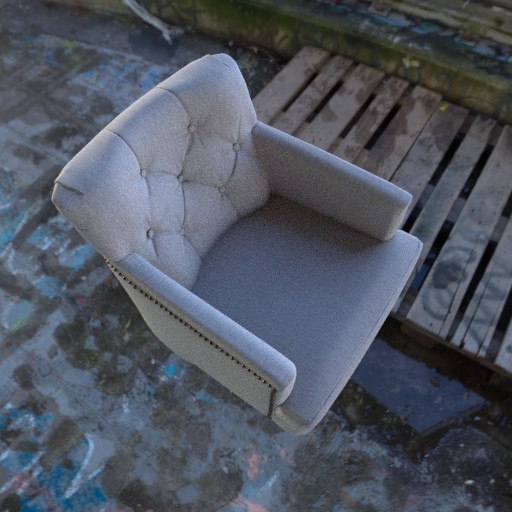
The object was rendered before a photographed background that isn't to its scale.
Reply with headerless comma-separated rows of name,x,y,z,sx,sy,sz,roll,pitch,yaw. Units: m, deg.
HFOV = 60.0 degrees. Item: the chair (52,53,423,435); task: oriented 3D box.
chair,0.000,0.000,1.461,0.902,0.823,0.737,31,64,17
